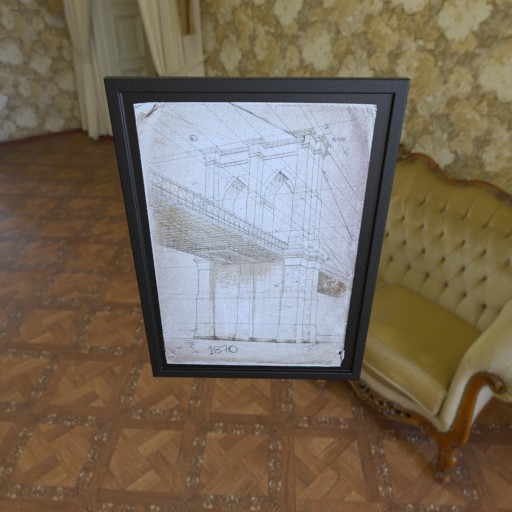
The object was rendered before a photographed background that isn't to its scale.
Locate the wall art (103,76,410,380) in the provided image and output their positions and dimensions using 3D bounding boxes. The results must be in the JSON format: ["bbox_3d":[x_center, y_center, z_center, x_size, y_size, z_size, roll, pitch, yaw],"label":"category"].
[{"bbox_3d":[0.000,0.000,0.869,0.480,0.657,0.016,1,31,1],"label":"wall art"}]
